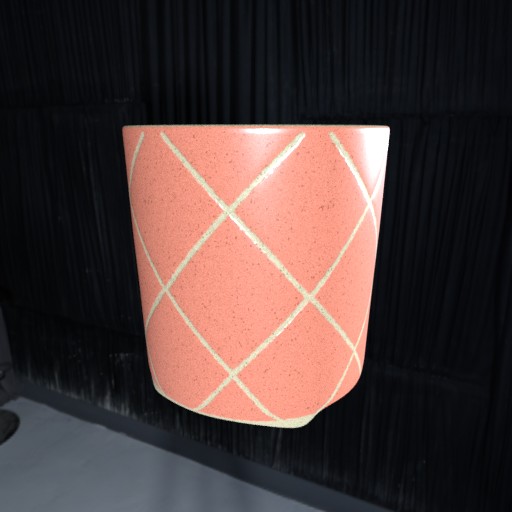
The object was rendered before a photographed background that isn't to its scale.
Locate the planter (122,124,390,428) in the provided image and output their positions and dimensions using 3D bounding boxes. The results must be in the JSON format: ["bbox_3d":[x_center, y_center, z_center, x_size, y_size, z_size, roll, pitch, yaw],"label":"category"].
[{"bbox_3d":[0.000,0.000,0.355,0.191,0.200,0.191,0,16,0],"label":"planter"}]
